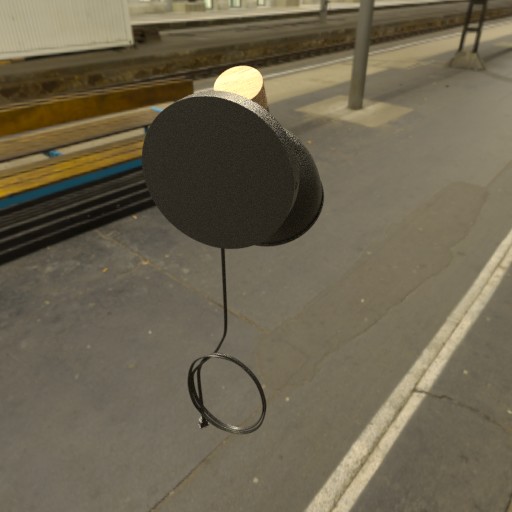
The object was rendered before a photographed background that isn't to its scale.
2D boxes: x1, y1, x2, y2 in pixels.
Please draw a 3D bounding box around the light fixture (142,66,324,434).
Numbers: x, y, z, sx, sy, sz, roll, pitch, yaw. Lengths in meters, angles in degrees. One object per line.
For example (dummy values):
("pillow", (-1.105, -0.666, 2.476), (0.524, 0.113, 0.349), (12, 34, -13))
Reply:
("light fixture", (0.000, 0.000, 0.493), (0.127, 0.401, 0.203), (10, 33, 16))
